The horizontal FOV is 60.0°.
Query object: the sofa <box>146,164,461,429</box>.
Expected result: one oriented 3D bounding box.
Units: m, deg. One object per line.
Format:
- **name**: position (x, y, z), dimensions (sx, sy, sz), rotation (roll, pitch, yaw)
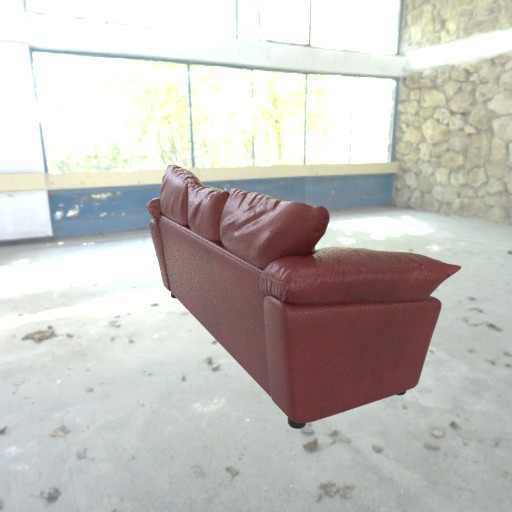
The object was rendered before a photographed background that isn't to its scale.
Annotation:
- **sofa**: position (0.000, 0.000, 2.871), dimensions (0.907, 1.091, 2.390), rotation (-7, 16, -26)
